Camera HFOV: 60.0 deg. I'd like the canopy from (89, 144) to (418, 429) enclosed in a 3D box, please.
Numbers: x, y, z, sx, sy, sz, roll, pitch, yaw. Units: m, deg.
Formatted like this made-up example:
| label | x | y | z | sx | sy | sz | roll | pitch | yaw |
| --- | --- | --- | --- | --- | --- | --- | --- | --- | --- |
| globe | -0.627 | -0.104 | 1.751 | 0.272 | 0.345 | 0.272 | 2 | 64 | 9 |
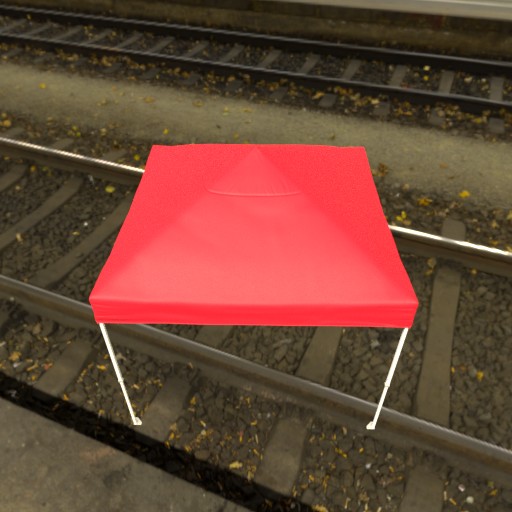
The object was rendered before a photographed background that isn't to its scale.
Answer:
| label | x | y | z | sx | sy | sz | roll | pitch | yaw |
| --- | --- | --- | --- | --- | --- | --- | --- | --- | --- |
| canopy | 0.000 | 0.000 | 5.589 | 2.998 | 2.997 | 2.996 | 1 | 41 | 1 |
